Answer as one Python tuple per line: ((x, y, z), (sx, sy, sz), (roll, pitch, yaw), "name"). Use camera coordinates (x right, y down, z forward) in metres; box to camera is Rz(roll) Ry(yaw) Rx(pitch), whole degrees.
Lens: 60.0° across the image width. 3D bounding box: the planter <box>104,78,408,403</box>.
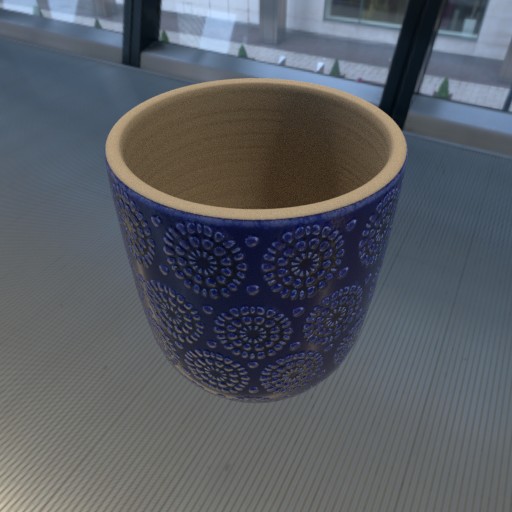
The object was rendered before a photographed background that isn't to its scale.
((0.000, 0.000, 0.339), (0.184, 0.206, 0.184), (0, 41, 0), "planter")
